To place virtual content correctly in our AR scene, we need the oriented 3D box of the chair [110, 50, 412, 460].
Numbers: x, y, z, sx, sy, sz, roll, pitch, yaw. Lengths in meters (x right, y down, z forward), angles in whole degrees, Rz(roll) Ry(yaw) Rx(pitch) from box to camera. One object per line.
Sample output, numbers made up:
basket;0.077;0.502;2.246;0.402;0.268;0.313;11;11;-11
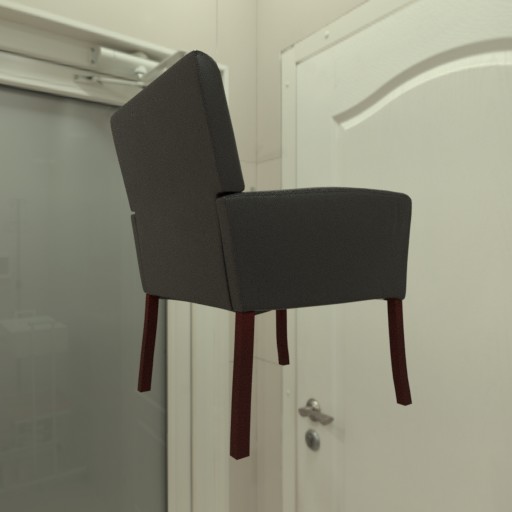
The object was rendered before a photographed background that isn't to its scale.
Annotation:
chair;0.000;0.000;1.466;0.772;0.951;0.683;0;1;-35
